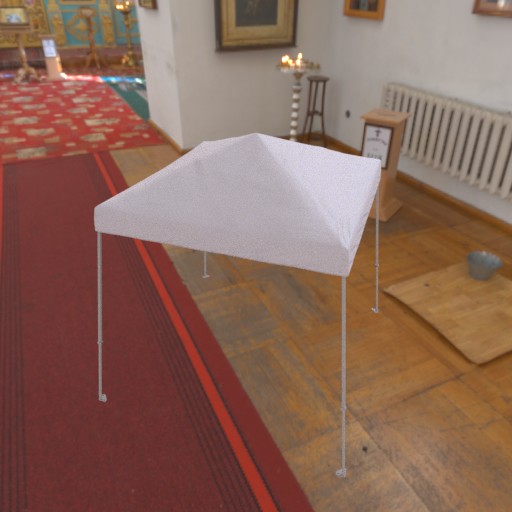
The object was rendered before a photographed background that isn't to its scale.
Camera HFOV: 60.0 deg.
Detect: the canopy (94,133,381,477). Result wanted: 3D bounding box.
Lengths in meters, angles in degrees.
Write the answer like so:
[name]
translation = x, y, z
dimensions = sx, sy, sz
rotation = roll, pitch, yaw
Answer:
[canopy]
translation = 0.000, 0.000, 5.157
dimensions = 2.849, 2.850, 2.850
rotation = 10, 32, 17
